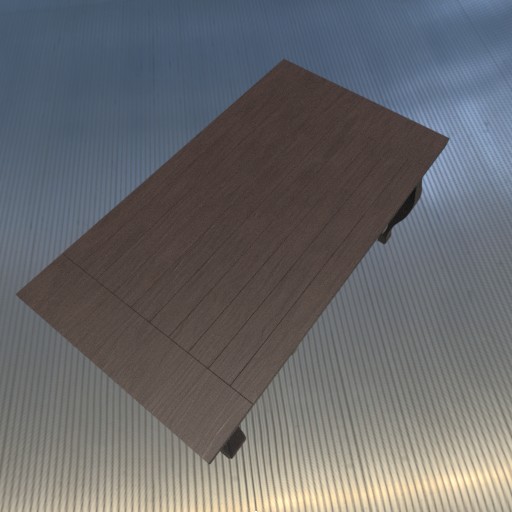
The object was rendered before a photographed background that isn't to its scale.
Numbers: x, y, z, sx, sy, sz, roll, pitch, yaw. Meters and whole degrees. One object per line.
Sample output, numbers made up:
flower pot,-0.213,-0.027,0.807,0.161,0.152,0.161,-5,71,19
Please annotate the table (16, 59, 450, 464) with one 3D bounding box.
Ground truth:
table,0.000,0.000,1.357,0.600,0.494,1.062,33,65,18
